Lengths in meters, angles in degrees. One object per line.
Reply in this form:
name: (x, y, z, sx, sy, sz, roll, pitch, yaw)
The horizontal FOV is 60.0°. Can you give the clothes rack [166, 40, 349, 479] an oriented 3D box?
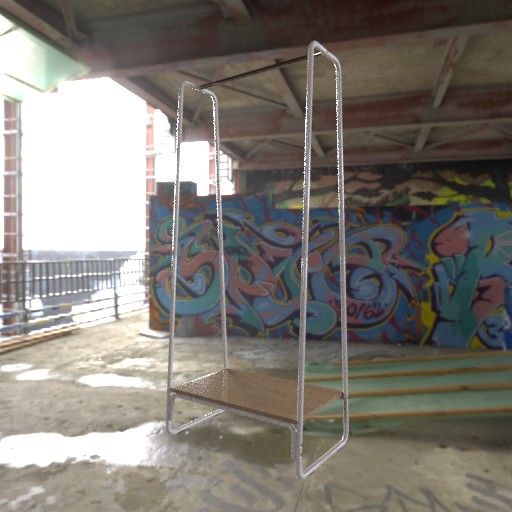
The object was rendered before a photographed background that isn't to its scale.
clothes rack: (0.000, 0.000, 1.795, 0.640, 1.500, 0.400, 1, 1, 35)
